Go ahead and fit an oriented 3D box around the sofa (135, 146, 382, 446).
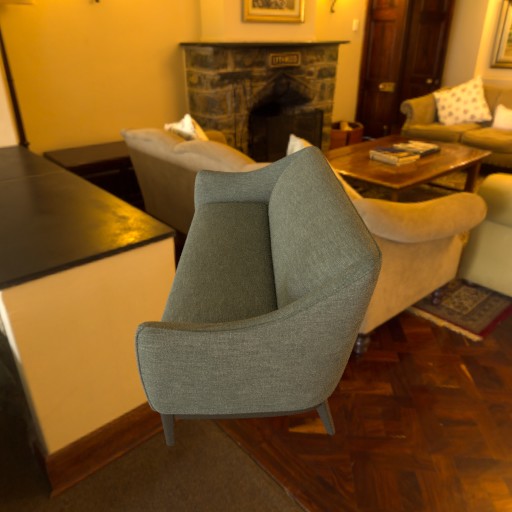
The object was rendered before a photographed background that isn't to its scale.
[{"bbox_3d":[0.000,0.000,2.397,0.867,0.829,1.928,0,26,-1],"label":"sofa"}]
